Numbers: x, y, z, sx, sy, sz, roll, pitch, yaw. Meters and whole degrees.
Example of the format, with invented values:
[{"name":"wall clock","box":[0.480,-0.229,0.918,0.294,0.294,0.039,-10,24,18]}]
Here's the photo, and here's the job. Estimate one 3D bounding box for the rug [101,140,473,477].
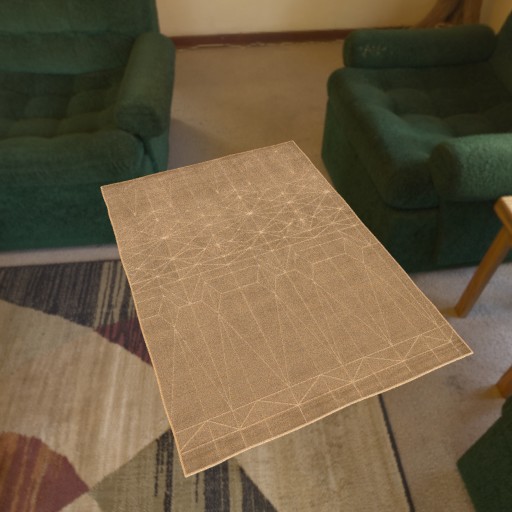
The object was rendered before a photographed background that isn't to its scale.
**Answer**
[{"name":"rug","box":[0.000,0.000,4.335,2.449,0.019,3.357,-17,50,-15]}]
